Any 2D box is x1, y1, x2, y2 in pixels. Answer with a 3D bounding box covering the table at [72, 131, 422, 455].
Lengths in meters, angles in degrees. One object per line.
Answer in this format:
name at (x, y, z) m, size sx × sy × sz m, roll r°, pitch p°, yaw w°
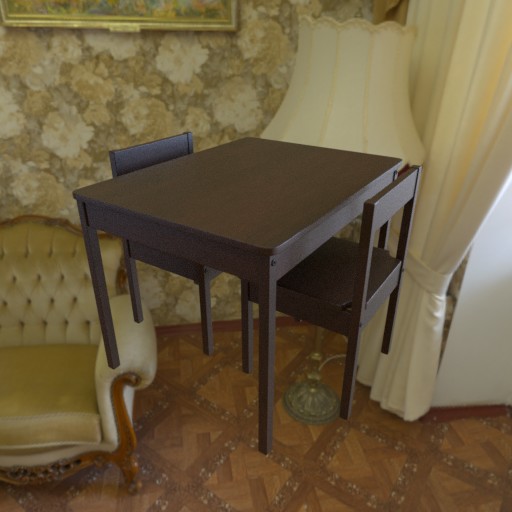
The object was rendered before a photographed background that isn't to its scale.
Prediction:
table at (0.000, 0.000, 1.127) m, size 0.672 × 0.503 × 0.650 m, roll 17°, pitch 31°, yaw 30°
